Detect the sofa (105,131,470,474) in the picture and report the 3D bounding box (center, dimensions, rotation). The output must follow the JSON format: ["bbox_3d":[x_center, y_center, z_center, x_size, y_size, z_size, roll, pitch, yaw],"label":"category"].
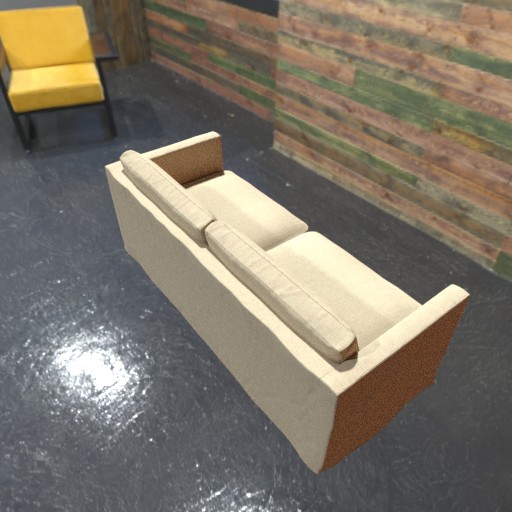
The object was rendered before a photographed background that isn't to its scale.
[{"bbox_3d":[0.000,0.000,2.814,0.962,0.853,2.312,-26,47,-27],"label":"sofa"}]
